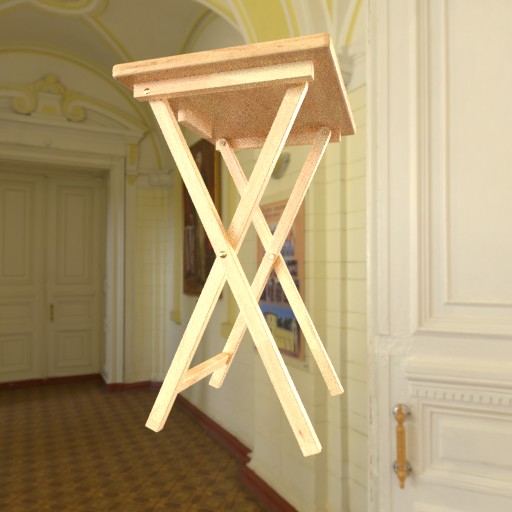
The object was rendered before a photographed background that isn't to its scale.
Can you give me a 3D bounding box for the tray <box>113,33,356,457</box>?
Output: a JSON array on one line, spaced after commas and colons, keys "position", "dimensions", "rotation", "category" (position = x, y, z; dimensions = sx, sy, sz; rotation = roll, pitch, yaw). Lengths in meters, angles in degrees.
[{"position": [0.000, 0.000, 0.941], "dimensions": [0.381, 0.660, 0.483], "rotation": [0, -1, 17], "category": "tray"}]
